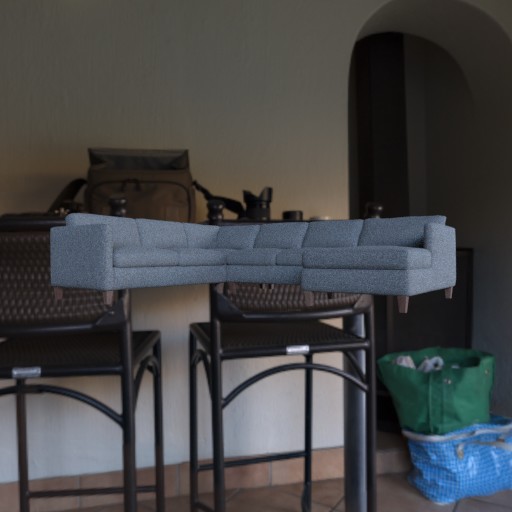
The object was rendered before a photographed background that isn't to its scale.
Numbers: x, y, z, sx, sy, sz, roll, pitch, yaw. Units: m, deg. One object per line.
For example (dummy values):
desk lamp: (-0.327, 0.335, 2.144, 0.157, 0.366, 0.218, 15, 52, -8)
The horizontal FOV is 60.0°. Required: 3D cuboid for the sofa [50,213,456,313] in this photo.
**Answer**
sofa: (0.000, 0.000, 4.424, 3.238, 0.853, 2.551, 0, 0, 36)
